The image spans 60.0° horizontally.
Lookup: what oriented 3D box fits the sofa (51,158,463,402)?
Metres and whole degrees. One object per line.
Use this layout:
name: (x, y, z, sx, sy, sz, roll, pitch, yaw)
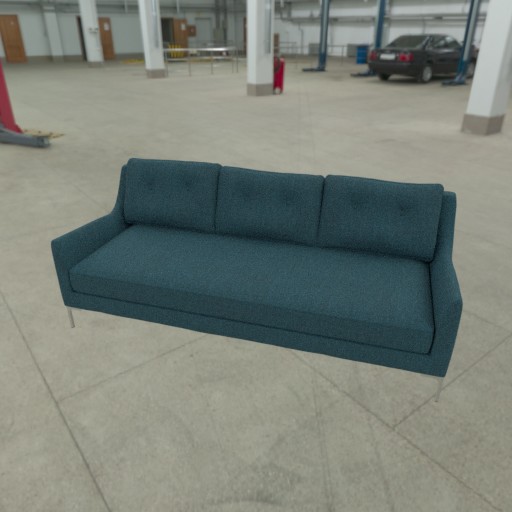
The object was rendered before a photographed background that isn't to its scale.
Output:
sofa: (0.000, 0.000, 2.480, 2.060, 0.837, 0.849, 8, 28, 15)
